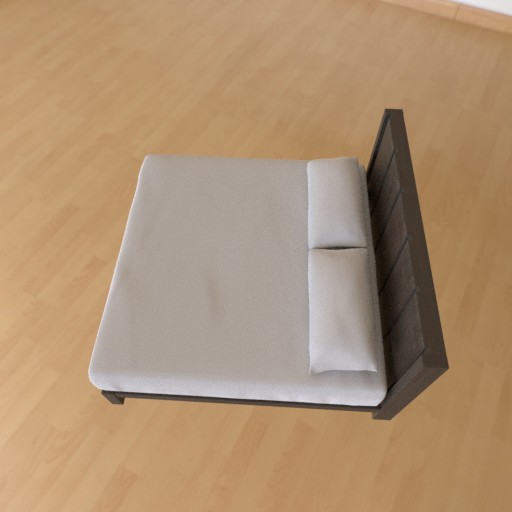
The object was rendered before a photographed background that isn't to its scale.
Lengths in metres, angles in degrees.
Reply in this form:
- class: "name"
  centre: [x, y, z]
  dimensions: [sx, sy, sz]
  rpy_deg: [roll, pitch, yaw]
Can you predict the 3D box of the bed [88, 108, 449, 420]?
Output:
- class: "bed"
  centre: [0.000, 0.000, 3.557]
  dimensions: [2.238, 1.261, 2.143]
  rpy_deg: [3, 58, 2]
